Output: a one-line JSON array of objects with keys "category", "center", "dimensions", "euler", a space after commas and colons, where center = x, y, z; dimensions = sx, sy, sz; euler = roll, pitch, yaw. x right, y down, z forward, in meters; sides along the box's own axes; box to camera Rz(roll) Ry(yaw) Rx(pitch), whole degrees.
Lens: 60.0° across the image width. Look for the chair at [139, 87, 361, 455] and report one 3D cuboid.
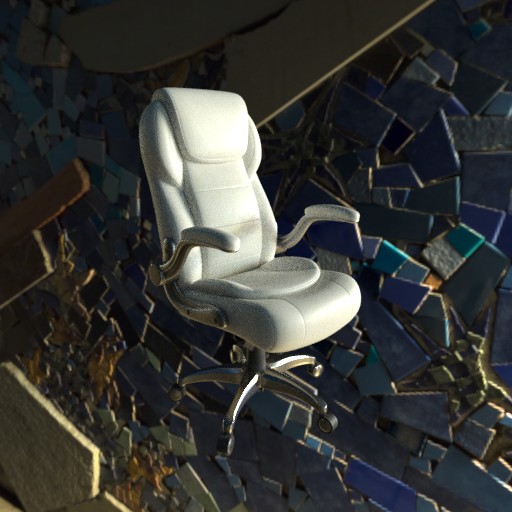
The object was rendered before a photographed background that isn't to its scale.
[{"category": "chair", "center": [0.000, 0.000, 1.828], "dimensions": [0.755, 1.330, 0.806], "euler": [-15, 21, -42]}]
